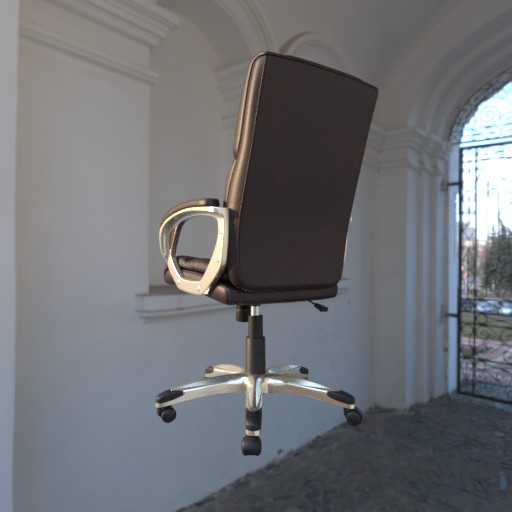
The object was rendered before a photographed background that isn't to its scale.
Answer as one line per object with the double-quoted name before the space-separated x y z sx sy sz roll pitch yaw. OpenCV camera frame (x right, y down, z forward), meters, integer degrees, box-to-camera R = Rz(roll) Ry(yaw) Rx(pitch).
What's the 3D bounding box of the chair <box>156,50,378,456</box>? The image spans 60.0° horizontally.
"chair" 0.000 0.000 1.572 0.662 1.107 0.739 0 0 -35
